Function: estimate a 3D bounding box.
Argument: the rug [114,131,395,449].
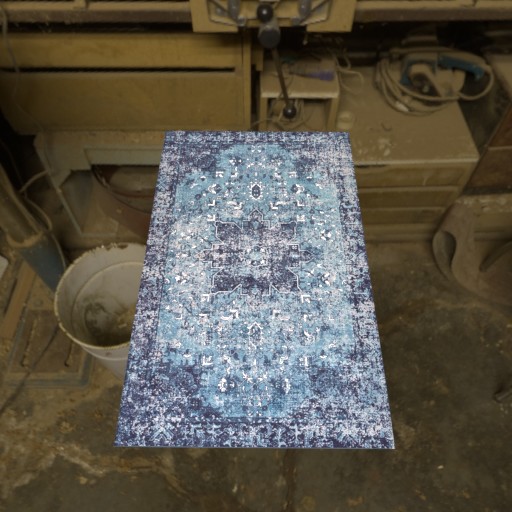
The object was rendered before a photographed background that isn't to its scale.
[{"bbox_3d":[0.000,0.000,3.036,1.525,0.007,2.440,0,58,0],"label":"rug"}]
